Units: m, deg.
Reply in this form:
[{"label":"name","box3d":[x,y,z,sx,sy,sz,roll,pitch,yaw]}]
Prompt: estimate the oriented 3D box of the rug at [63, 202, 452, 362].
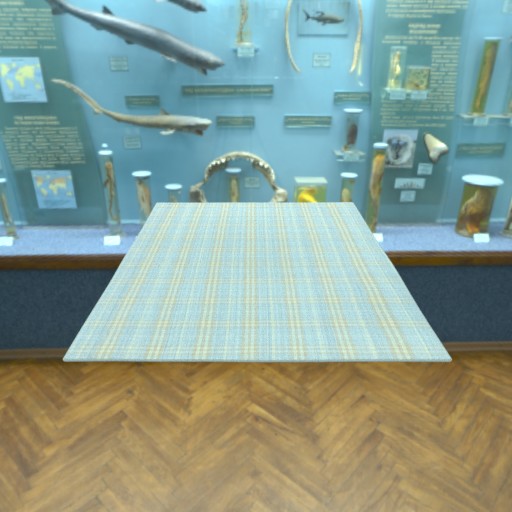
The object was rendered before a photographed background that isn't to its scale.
[{"label":"rug","box3d":[0.000,0.000,4.155,2.462,0.030,3.066,0,26,0]}]
